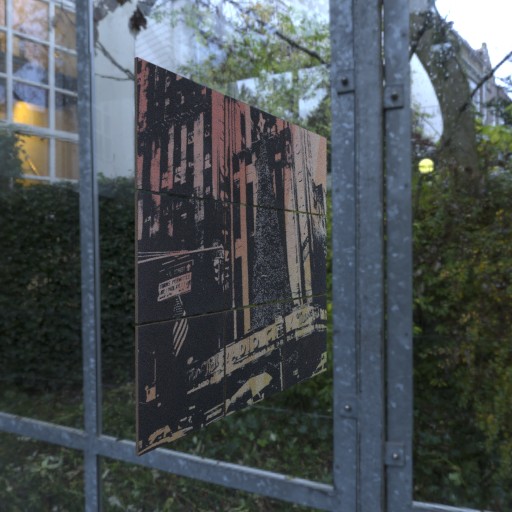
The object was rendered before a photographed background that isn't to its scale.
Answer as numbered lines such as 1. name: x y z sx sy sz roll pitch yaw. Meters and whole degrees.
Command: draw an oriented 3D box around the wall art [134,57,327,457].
1. wall art: 0.000 0.000 1.838 0.013 1.216 1.216 0 1 37
